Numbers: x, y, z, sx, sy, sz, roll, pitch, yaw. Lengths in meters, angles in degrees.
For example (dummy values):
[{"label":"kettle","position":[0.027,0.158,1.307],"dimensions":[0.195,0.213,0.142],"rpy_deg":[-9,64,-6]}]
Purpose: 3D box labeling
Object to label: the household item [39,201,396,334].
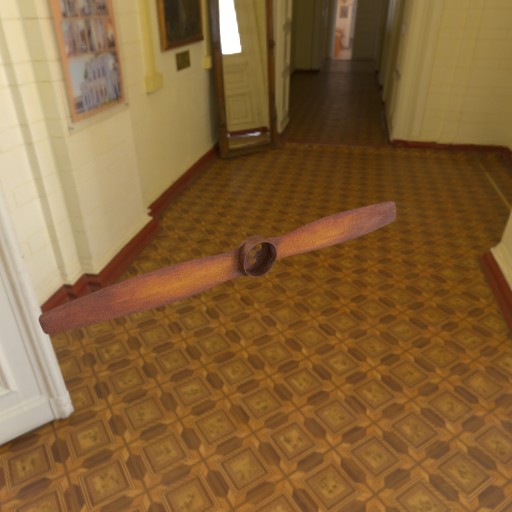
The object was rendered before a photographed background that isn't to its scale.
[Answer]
[{"label":"household item","position":[0.000,0.000,1.297],"dimensions":[1.181,0.121,0.051],"rpy_deg":[-18,34,-28]}]
